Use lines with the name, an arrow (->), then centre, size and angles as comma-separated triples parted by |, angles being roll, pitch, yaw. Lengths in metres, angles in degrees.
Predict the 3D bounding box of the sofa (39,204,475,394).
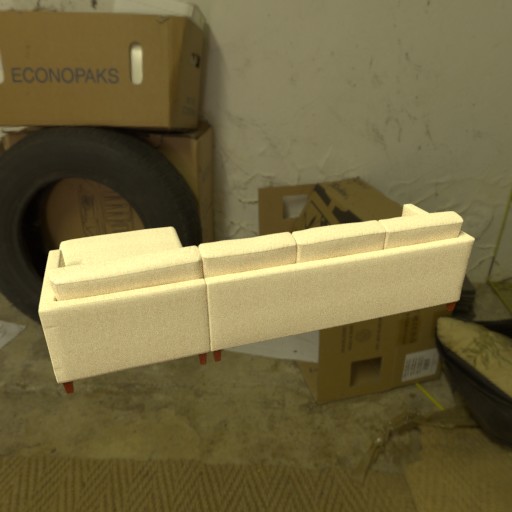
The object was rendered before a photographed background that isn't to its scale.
sofa -> 0.000, 0.000, 4.083 | 3.471, 0.954, 1.603 | -9, 29, -16
